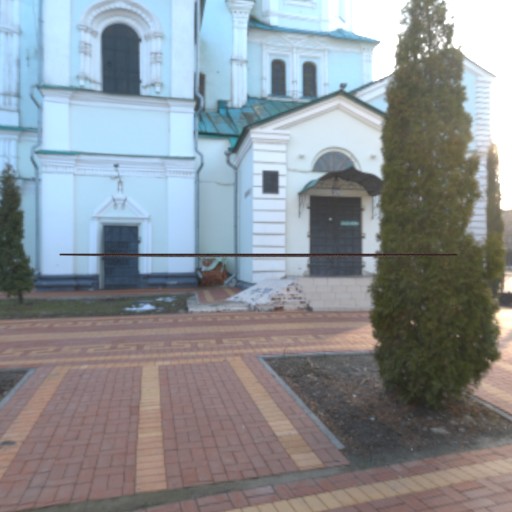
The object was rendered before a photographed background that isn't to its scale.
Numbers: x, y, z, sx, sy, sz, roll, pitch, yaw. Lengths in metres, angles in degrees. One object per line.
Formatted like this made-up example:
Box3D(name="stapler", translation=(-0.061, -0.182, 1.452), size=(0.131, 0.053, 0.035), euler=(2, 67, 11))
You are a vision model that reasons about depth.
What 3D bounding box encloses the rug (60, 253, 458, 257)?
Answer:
Box3D(name="rug", translation=(0.000, 0.000, 4.247), size=(2.381, 0.013, 3.197), euler=(0, 0, -1))
